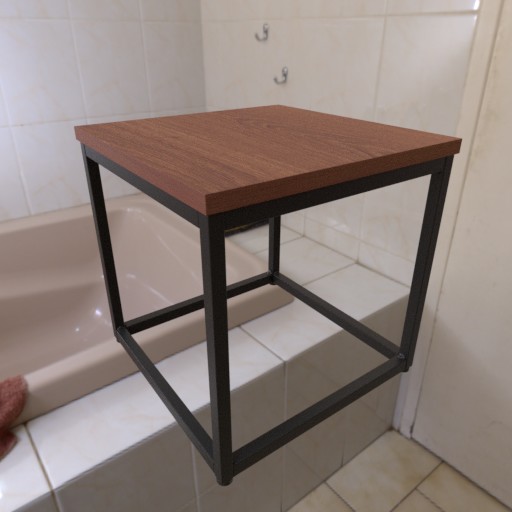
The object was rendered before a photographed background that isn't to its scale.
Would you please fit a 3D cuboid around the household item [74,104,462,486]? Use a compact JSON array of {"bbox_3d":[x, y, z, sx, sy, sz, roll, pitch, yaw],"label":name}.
[{"bbox_3d":[0.000,0.000,0.729,0.400,0.400,0.400,-18,32,-32],"label":"household item"}]
